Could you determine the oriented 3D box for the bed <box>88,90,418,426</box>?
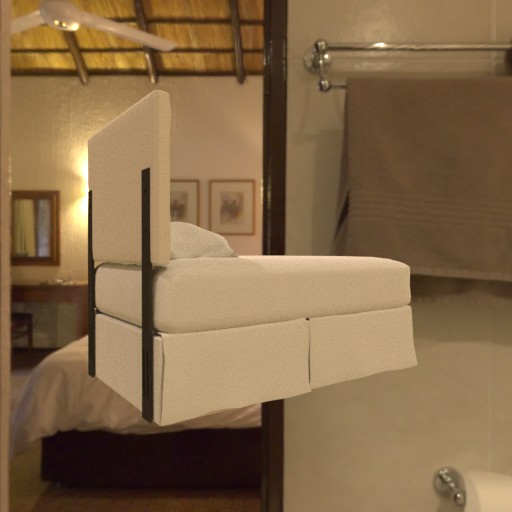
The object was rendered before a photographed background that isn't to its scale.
[{"bbox_3d":[0.000,0.000,3.081,1.997,1.571,1.261,0,1,-36],"label":"bed"}]
